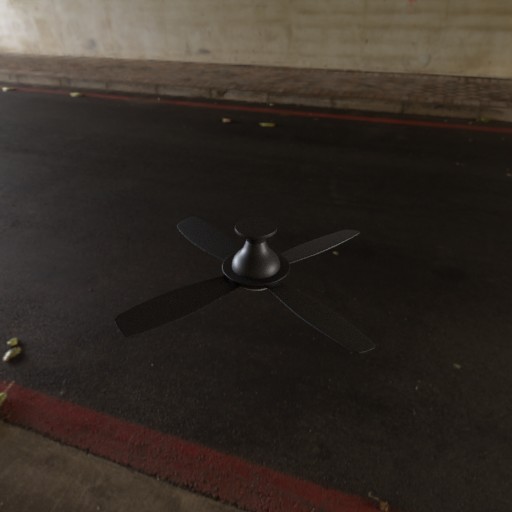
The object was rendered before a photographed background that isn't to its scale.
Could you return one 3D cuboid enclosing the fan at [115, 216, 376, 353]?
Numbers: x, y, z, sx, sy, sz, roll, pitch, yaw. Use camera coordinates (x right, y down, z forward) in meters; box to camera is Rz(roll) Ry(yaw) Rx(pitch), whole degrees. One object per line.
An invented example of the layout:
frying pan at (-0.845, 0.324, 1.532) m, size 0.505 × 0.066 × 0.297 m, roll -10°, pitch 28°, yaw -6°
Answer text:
fan at (0.000, 0.000, 2.555) m, size 1.694 × 0.382 × 1.694 m, roll -21°, pitch 37°, yaw -32°
